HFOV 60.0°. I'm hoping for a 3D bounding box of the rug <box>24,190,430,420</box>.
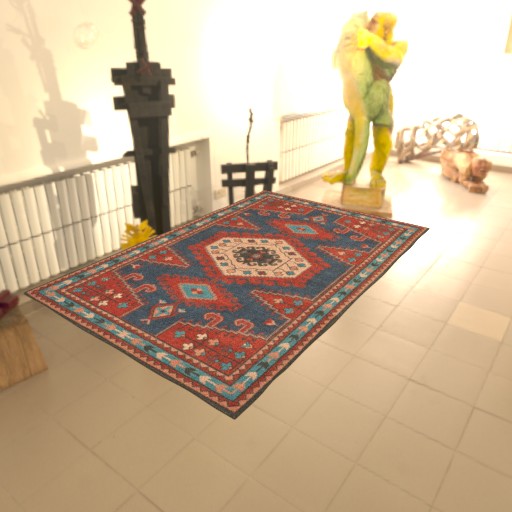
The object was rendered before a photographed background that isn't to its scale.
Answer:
[{"bbox_3d":[0.000,0.000,2.278,1.207,0.012,1.820,18,32,32],"label":"rug"}]
